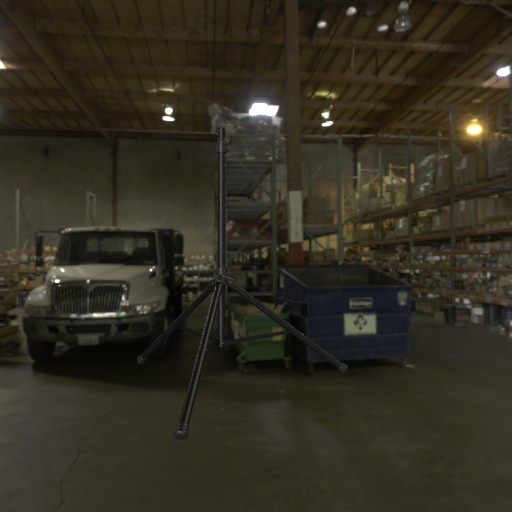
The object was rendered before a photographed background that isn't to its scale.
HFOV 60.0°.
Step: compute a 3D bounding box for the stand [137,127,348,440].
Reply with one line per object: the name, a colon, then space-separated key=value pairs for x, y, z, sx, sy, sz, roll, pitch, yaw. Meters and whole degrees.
stand: x=0.000 y=0.000 z=2.821 sx=1.339 sy=1.595 sz=1.596 roll=0 pitch=-1 yaw=-20
